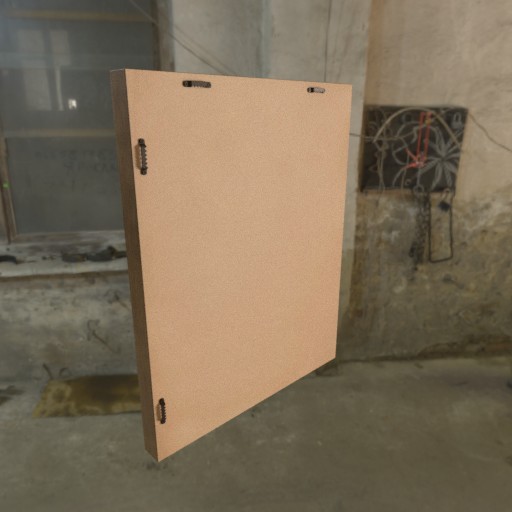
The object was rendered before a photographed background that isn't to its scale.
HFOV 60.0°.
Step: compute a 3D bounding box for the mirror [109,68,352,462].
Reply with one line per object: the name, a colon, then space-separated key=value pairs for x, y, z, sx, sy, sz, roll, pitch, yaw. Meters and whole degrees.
mirror: x=0.000 y=0.000 z=0.683 sx=0.406 sy=0.509 sz=0.041 roll=-16 pitch=24 yaw=-41
